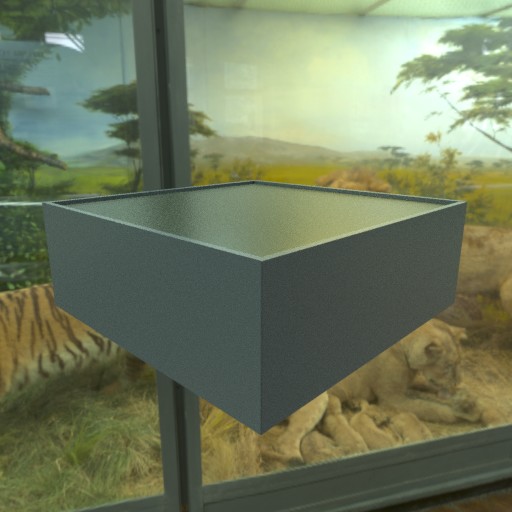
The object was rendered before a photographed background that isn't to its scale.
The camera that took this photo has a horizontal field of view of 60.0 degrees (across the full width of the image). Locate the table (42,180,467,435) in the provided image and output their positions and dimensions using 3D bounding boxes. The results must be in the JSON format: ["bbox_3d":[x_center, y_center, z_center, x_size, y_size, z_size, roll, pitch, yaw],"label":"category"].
[{"bbox_3d":[0.000,0.000,1.220,0.801,0.299,0.801,15,21,42],"label":"table"}]
